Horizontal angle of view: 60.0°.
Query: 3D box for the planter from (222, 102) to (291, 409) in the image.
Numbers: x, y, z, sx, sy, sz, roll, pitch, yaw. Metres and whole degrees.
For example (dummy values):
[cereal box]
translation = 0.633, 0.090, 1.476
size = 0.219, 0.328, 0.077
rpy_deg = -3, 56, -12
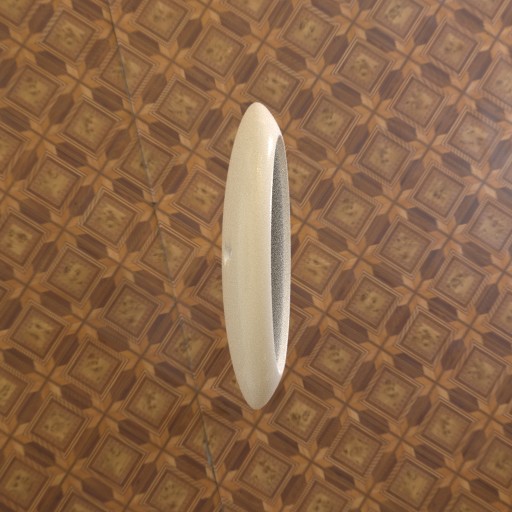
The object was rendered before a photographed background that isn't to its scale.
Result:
[planter]
translation = 0.000, 0.000, 0.283
size = 0.043, 0.188, 0.185
rpy_deg = 0, 89, -1
